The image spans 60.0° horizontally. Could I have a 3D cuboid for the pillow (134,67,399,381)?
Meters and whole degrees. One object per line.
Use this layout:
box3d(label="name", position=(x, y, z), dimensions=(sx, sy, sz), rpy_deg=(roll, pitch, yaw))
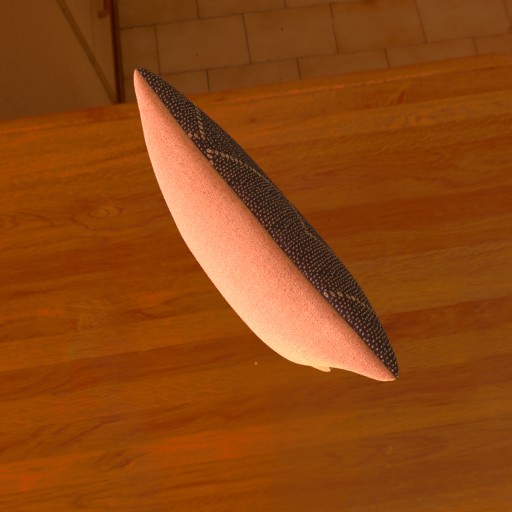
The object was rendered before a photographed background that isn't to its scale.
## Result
box3d(label="pillow", position=(0.000, 0.000, 0.661), dimensions=(0.148, 0.428, 0.435), rpy_deg=(-38, 79, -8))
